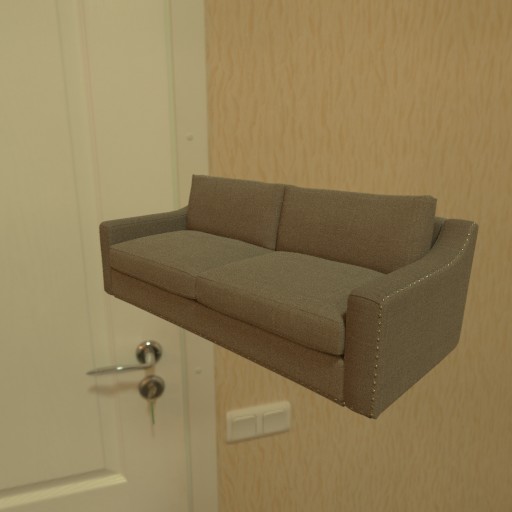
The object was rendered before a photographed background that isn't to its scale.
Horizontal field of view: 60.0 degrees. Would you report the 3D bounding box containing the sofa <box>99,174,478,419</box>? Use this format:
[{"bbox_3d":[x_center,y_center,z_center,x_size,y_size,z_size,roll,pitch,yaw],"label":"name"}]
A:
[{"bbox_3d":[0.000,0.000,2.723,2.208,0.857,1.000,14,20,42],"label":"sofa"}]
